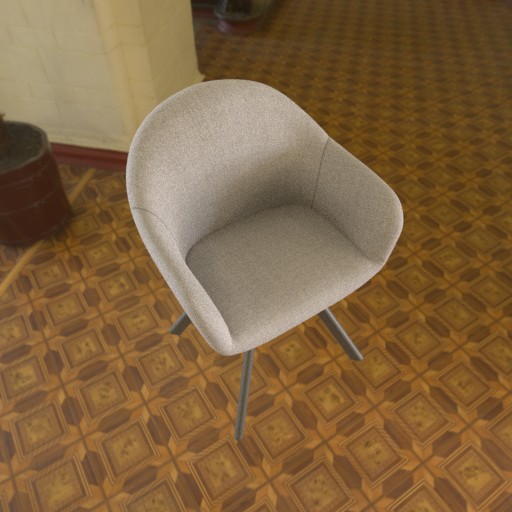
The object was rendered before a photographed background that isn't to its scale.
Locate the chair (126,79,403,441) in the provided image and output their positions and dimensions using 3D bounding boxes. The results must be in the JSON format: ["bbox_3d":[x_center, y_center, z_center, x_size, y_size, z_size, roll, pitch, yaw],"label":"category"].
[{"bbox_3d":[0.000,0.000,1.230,0.590,0.795,0.550,-26,53,-22],"label":"chair"}]
